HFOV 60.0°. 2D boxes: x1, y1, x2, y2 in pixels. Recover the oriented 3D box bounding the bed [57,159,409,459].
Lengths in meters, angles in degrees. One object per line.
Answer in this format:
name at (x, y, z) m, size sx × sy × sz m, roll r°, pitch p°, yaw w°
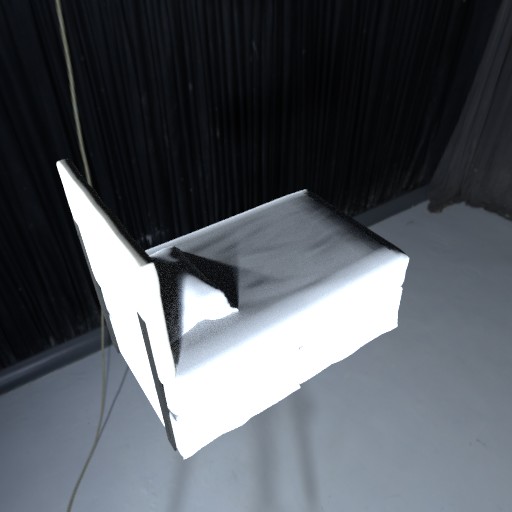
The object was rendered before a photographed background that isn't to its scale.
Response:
bed at (0.000, 0.000, 3.070) m, size 1.997 × 1.571 × 1.261 m, roll -24°, pitch 45°, yaw -26°
